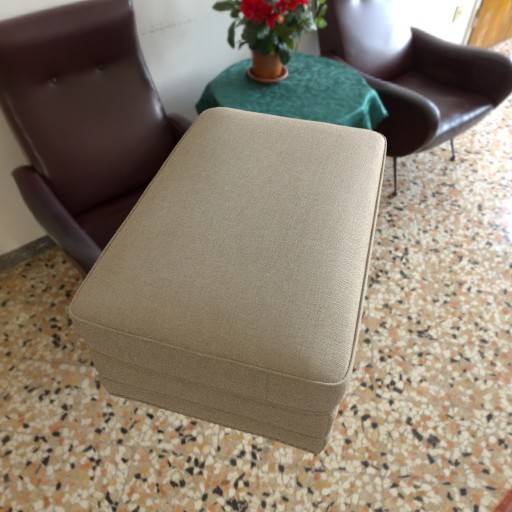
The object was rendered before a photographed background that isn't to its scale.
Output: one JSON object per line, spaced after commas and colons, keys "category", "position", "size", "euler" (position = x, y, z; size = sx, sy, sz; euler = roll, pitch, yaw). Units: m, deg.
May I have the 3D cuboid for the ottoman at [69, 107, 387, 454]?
{"category": "ottoman", "position": [0.000, 0.000, 1.159], "size": [0.559, 0.458, 0.813], "euler": [12, 48, 11]}
